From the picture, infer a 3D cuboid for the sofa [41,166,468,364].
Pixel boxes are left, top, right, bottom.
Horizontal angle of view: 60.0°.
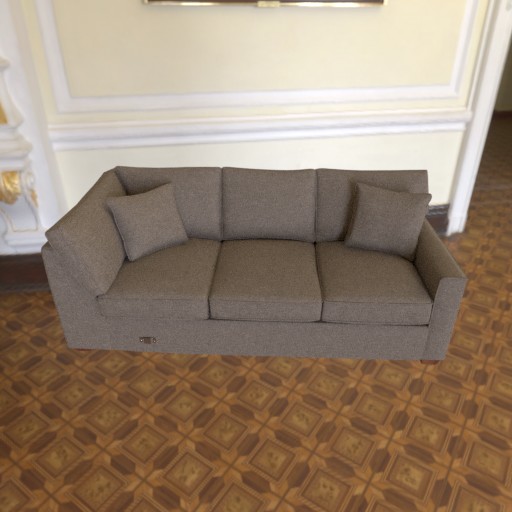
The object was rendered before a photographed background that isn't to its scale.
[{"bbox_3d":[0.000,0.000,2.888,2.317,0.962,1.061,1,30,2],"label":"sofa"}]
